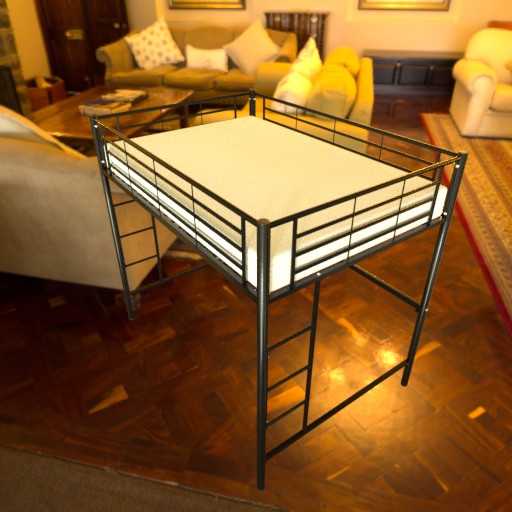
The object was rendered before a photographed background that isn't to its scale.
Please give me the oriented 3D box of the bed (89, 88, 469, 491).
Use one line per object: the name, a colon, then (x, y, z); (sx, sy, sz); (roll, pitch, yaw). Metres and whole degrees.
bed: (0.000, 0.000, 3.182); (1.397, 1.803, 1.994); (-21, 38, -30)
